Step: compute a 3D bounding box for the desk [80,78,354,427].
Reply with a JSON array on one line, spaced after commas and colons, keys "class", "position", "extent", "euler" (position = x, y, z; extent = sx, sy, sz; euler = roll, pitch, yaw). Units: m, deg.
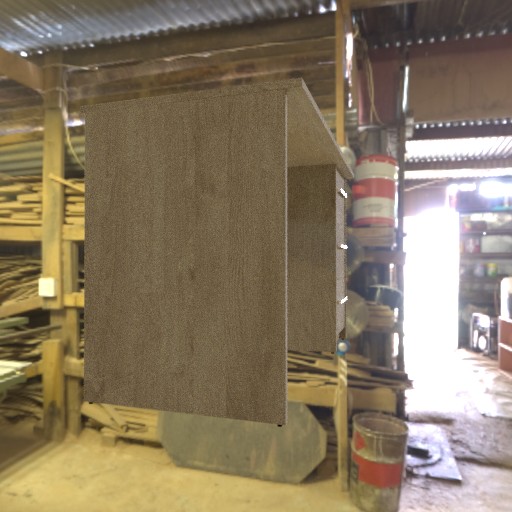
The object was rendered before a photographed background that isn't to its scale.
[{"class": "desk", "position": [0.000, 0.000, 1.531], "extent": [0.560, 0.735, 1.097], "euler": [0, -1, 18]}]
